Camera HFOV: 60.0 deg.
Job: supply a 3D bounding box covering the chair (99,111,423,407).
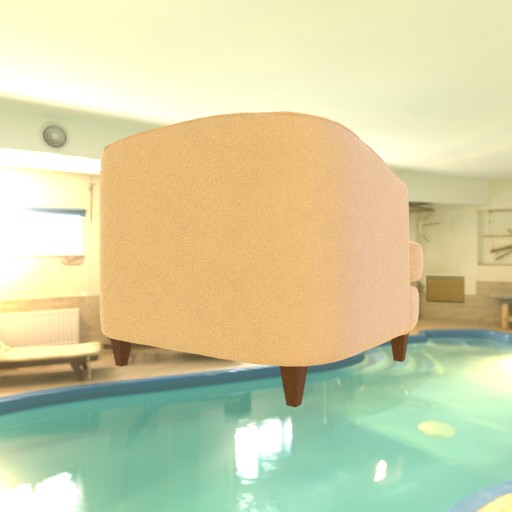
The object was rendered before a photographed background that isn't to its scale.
[{"bbox_3d":[0.000,0.000,1.788,1.104,0.852,0.941,0,1,35],"label":"chair"}]
